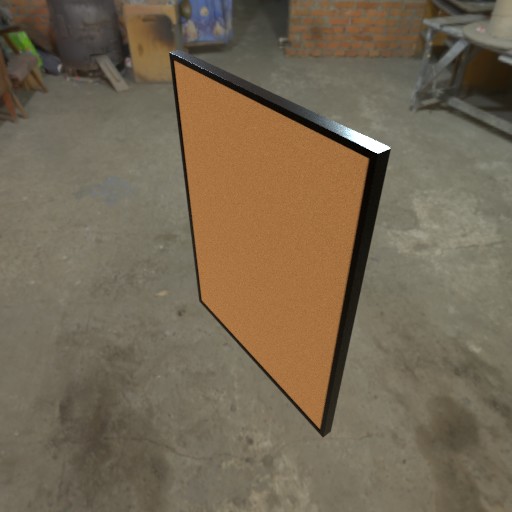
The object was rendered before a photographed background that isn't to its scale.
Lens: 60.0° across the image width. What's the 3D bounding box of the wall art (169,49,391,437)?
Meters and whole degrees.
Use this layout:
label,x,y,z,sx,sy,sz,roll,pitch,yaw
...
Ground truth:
label,x,y,z,sx,sy,sz,roll,pitch,yaw
wall art,0.000,0.000,1.421,0.040,1.062,0.805,-26,47,-27
